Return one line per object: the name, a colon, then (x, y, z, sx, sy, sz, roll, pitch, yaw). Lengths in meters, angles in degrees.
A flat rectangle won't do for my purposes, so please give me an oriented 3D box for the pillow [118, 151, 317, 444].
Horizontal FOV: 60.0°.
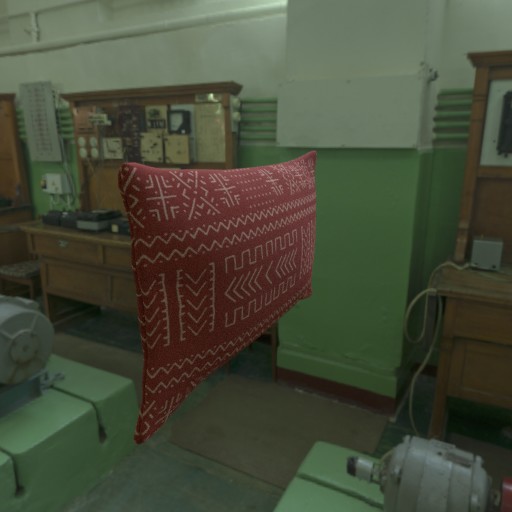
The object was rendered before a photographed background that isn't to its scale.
pillow: (0.000, 0.000, 0.789, 0.130, 0.352, 0.640, 7, 16, 26)
